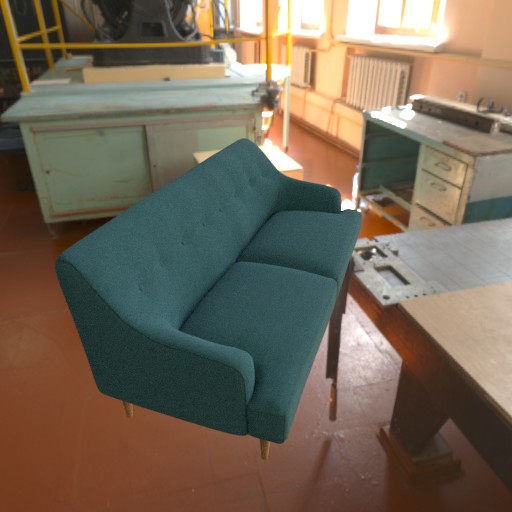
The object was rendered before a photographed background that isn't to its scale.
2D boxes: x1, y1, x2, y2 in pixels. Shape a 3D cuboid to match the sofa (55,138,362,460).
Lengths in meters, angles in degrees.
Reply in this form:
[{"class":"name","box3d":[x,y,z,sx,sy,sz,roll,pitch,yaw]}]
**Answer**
[{"class":"sofa","box3d":[0.000,0.000,2.572,0.978,0.871,2.057,10,30,17]}]
